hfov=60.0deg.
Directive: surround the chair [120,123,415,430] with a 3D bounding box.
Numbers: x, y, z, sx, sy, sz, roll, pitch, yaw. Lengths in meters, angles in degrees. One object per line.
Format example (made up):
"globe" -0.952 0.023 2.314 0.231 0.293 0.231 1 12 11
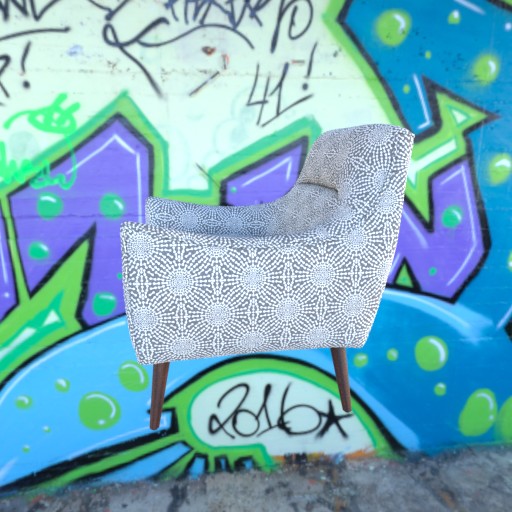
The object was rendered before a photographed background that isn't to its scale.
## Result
"chair" 0.000 0.000 1.486 0.787 0.838 0.762 -2 13 -9
